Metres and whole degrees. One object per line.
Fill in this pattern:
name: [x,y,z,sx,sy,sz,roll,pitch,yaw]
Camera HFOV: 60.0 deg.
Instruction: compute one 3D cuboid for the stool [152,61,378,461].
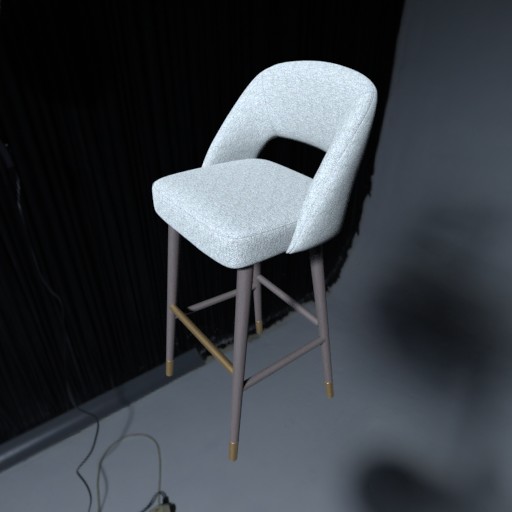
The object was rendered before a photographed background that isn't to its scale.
stool: [0.000,0.000,1.391,0.524,1.089,0.536,-20,36,-30]
